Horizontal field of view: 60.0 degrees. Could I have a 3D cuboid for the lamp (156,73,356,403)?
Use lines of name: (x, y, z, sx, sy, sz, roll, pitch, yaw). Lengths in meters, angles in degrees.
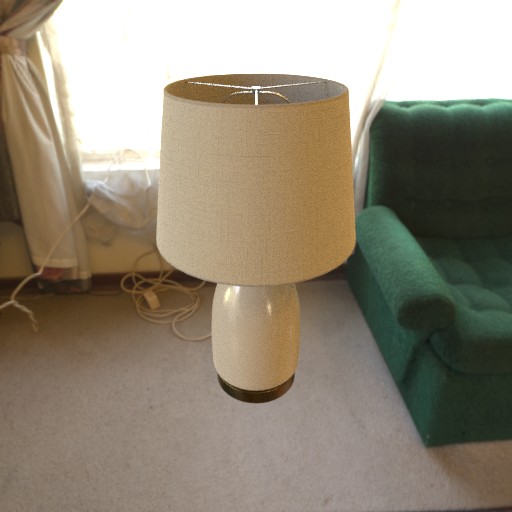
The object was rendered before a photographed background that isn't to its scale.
lamp: (0.000, 0.000, 0.667, 0.285, 0.483, 0.285, 0, 30, 0)
